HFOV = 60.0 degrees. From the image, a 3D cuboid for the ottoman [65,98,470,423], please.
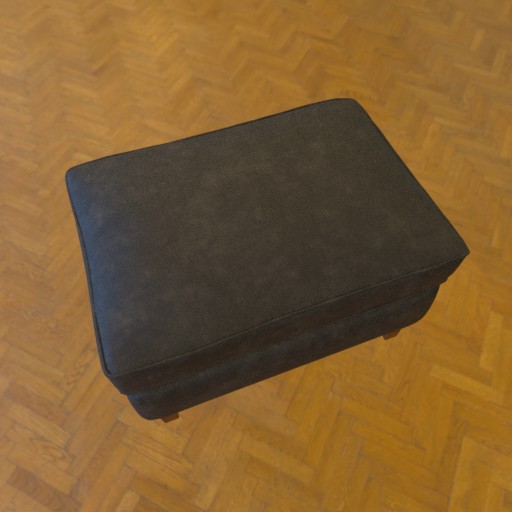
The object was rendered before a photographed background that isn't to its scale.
[{"bbox_3d":[0.000,0.000,0.974,0.665,0.413,0.501,-17,59,-11],"label":"ottoman"}]
